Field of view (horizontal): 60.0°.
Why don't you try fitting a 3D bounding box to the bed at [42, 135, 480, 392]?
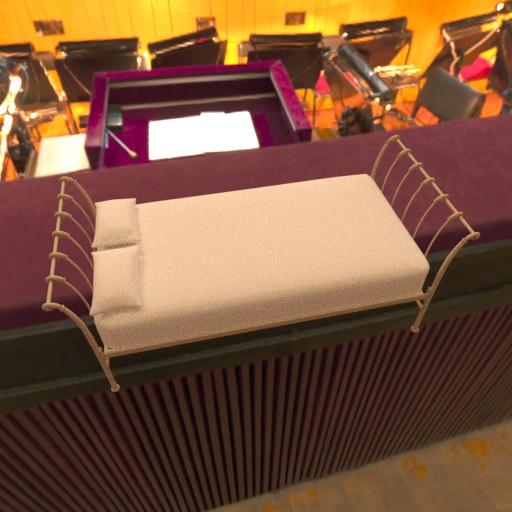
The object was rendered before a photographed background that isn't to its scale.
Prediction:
[{"bbox_3d":[0.000,0.000,2.827,2.228,0.873,1.032,-9,47,-9],"label":"bed"}]
